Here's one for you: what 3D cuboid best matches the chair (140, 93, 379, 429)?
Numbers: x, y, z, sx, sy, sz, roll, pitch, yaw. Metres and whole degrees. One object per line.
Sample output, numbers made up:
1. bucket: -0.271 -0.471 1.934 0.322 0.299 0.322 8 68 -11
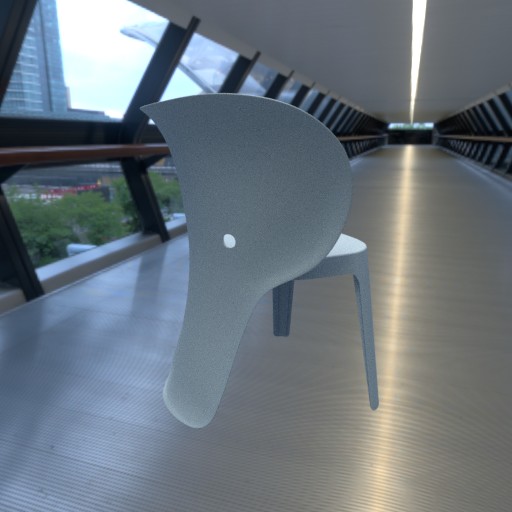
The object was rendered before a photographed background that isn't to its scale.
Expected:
1. chair: 0.000 0.000 0.863 0.402 0.554 0.451 -7 16 -26
